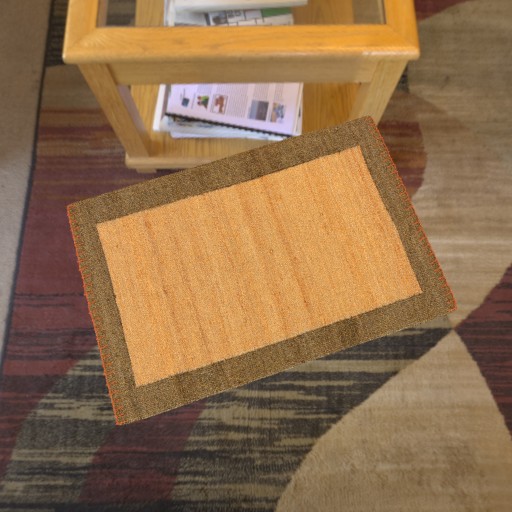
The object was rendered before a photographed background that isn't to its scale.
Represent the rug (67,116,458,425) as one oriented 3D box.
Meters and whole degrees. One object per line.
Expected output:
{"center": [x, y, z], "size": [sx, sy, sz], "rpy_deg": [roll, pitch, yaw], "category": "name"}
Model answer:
{"center": [0.000, 0.000, 2.375], "size": [1.838, 0.019, 1.220], "rpy_deg": [-18, 76, -5], "category": "rug"}
